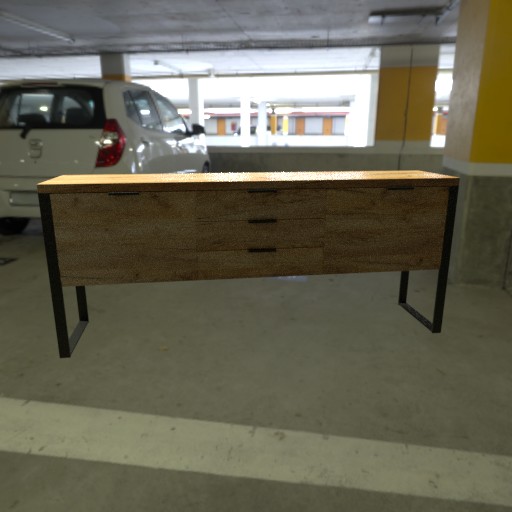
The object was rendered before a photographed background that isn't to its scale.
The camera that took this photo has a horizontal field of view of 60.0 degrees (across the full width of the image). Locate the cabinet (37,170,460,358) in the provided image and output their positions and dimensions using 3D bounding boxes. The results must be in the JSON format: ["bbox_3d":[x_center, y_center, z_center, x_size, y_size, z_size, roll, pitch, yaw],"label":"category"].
[{"bbox_3d":[0.000,0.000,2.148,1.800,0.762,0.395,-2,16,-8],"label":"cabinet"}]
